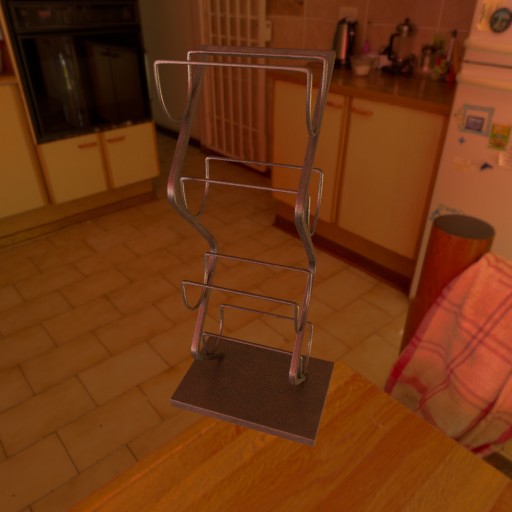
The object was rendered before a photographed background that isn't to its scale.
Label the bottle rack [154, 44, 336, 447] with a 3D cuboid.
[{"bbox_3d":[0.000,0.000,0.661,0.254,0.559,0.178,10,33,16],"label":"bottle rack"}]
